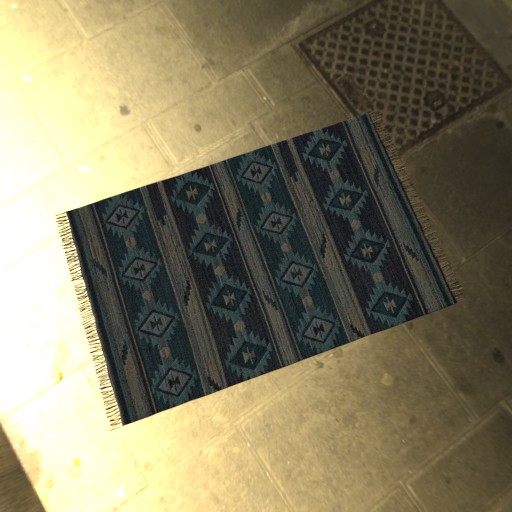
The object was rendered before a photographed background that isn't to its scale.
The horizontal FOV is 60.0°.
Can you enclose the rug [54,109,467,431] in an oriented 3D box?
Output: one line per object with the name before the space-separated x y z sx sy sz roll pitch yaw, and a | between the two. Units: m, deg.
rug | 0.000 0.000 2.365 1.936 0.028 1.181 -19 77 -4
